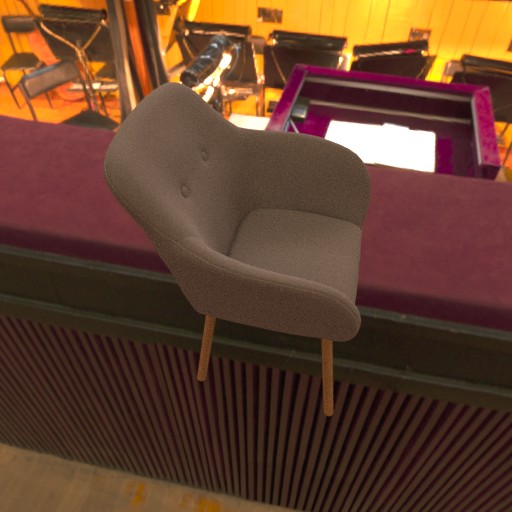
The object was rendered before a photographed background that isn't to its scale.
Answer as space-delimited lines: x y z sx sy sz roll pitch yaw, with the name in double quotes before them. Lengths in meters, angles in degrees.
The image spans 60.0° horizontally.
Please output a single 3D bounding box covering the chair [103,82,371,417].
"chair" 0.000 0.000 1.261 0.590 0.830 0.570 9 47 9
